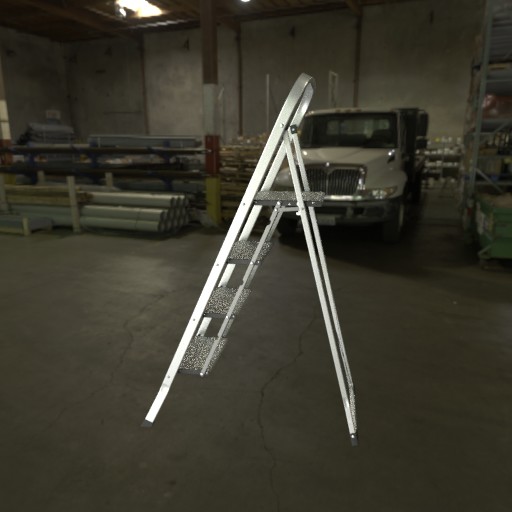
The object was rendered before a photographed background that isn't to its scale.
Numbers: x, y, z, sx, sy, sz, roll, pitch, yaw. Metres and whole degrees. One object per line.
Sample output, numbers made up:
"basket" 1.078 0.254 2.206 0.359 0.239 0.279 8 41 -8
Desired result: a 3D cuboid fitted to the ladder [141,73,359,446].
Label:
"ladder" 0.000 0.000 1.719 0.830 1.290 0.465 2 14 10
